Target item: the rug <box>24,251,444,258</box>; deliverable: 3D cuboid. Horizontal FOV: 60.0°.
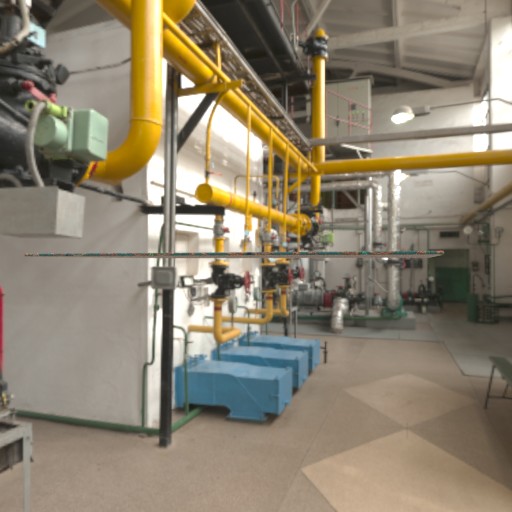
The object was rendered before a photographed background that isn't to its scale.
[{"bbox_3d":[0.000,0.000,4.264,3.204,0.025,2.434,0,-1,20],"label":"rug"}]
